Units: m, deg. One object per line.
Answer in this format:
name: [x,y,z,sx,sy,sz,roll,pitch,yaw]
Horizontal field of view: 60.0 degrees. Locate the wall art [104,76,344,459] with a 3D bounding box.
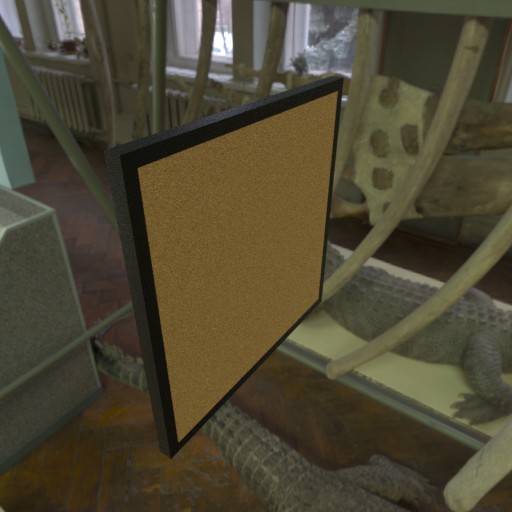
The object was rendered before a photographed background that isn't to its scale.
wall art: [0.000,0.000,1.144,0.038,0.762,0.762,21,38,30]
